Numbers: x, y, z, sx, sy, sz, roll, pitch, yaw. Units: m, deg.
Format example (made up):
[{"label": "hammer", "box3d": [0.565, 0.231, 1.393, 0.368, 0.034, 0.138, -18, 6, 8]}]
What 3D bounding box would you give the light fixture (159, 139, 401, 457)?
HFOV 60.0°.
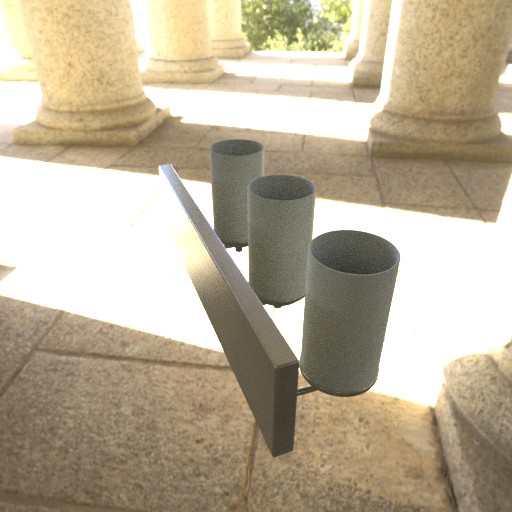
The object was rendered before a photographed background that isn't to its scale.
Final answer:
[{"label": "light fixture", "box3d": [0.000, 0.000, 0.545, 0.145, 0.172, 0.451, -11, 33, -18]}]
